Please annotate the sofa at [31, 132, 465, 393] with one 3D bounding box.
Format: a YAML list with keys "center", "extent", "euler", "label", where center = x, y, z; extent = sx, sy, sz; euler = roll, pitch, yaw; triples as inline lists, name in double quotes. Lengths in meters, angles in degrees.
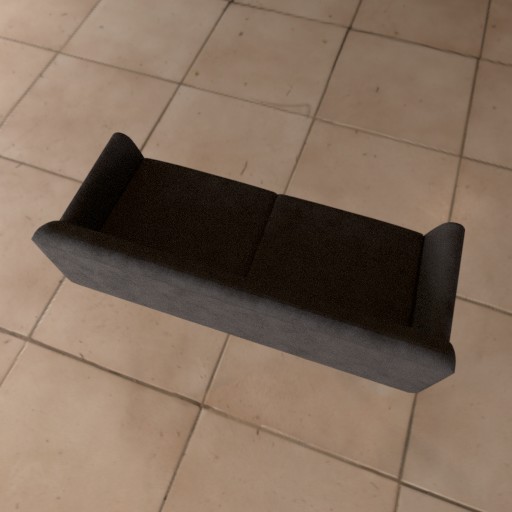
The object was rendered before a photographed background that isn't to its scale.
- center: [0.000, 0.000, 2.637]
  extent: [2.190, 0.740, 0.900]
  euler: [17, 64, 8]
  label: "sofa"
